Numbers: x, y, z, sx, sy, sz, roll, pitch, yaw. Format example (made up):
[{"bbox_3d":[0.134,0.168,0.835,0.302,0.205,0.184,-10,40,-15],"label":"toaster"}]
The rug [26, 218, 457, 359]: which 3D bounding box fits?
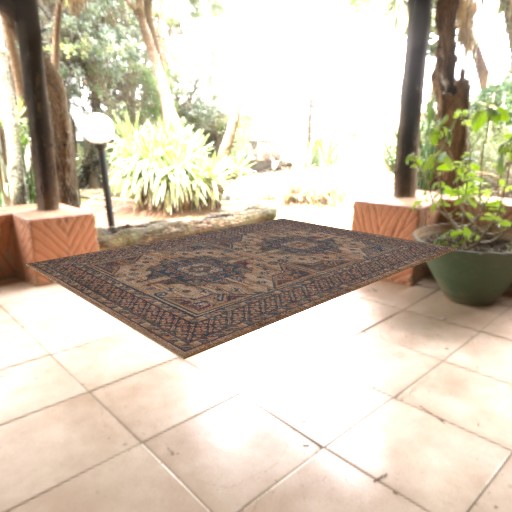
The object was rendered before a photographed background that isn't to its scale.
[{"bbox_3d":[0.000,0.000,2.805,2.227,0.008,1.611,-14,20,-42],"label":"rug"}]
